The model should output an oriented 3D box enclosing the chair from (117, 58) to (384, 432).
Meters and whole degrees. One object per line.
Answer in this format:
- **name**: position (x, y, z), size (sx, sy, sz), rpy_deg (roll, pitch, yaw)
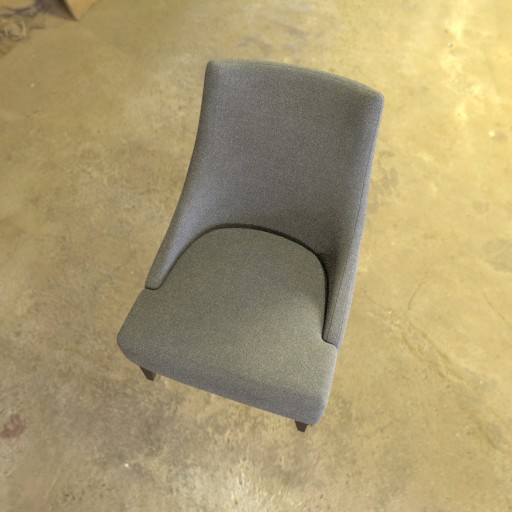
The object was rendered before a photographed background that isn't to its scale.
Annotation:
- **chair**: position (0.000, 0.000, 1.497), size (0.701, 0.909, 0.861), rpy_deg (15, 58, 10)
